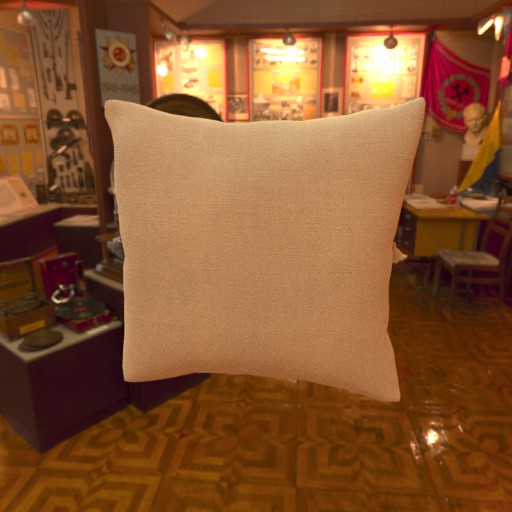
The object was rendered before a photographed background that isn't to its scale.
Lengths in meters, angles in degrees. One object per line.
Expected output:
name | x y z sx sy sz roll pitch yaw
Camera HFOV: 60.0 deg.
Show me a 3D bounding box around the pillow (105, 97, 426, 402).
pillow | 0.000 0.000 0.720 0.489 0.481 0.165 2 17 8
